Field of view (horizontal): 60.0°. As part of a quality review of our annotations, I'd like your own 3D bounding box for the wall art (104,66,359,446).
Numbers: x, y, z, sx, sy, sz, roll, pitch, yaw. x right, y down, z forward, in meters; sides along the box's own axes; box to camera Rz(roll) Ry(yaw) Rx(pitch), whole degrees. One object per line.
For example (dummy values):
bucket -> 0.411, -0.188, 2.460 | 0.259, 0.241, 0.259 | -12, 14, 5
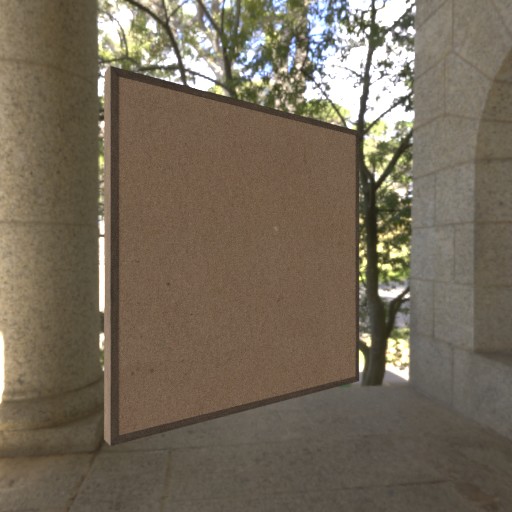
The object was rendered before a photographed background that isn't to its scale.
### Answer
wall art -> 0.000, 0.000, 1.134 | 0.762, 0.762, 0.038 | 0, 0, -37
